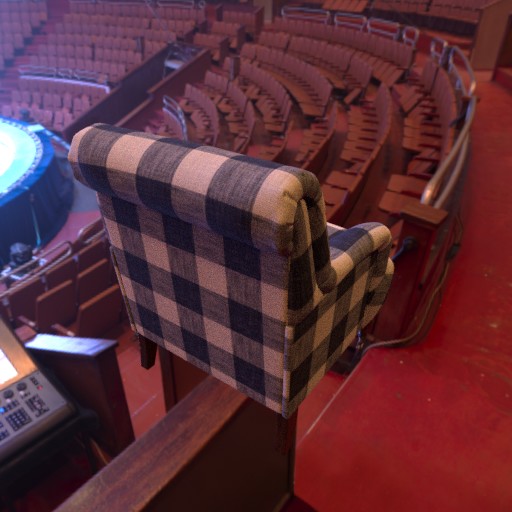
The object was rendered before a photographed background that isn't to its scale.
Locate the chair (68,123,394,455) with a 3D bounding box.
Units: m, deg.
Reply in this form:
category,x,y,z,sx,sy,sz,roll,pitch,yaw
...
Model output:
category,x,y,z,sx,sy,sz,roll,pitch,yaw
chair,0.000,0.000,1.567,0.781,0.953,0.848,20,36,31
